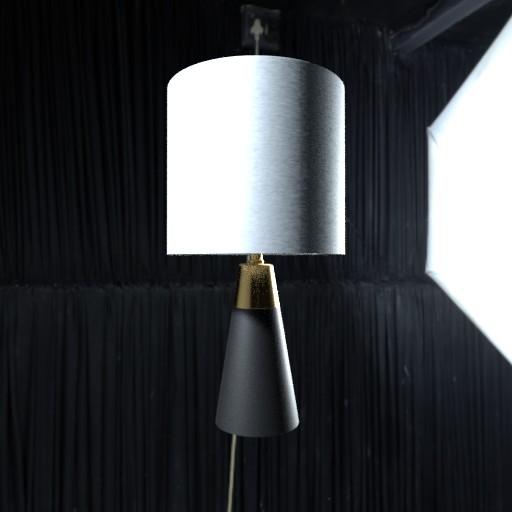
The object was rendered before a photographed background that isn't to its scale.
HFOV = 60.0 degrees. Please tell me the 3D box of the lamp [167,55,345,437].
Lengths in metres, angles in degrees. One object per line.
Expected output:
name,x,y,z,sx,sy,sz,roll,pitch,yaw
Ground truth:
lamp,0.000,0.000,0.783,0.308,0.580,0.308,0,-1,-19
